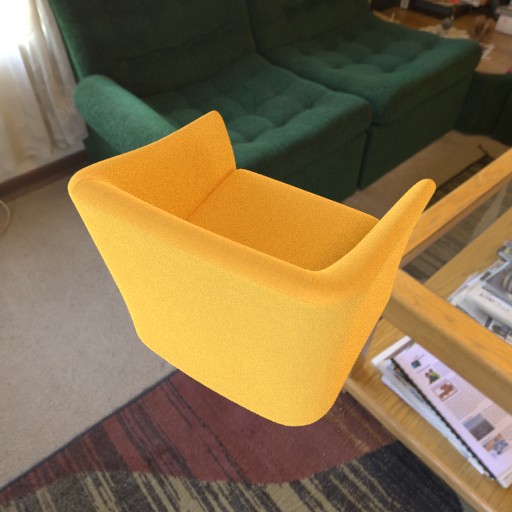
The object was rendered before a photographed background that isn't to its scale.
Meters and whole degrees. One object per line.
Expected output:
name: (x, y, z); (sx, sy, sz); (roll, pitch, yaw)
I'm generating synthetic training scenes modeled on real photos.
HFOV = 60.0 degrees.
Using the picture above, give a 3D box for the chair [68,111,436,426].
chair: (0.000, 0.000, 1.348); (0.790, 0.720, 0.700); (24, 51, 21)
